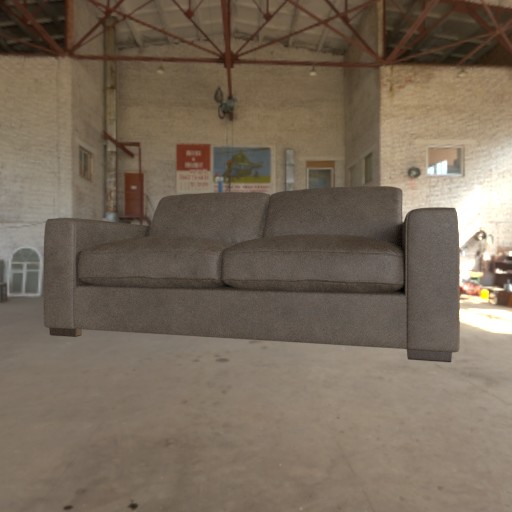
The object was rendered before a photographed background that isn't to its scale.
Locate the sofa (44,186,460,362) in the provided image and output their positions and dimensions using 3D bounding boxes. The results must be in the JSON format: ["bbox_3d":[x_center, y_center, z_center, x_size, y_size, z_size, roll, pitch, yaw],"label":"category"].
[{"bbox_3d":[0.000,0.000,2.415,1.920,0.800,1.070,0,0,17],"label":"sofa"}]
